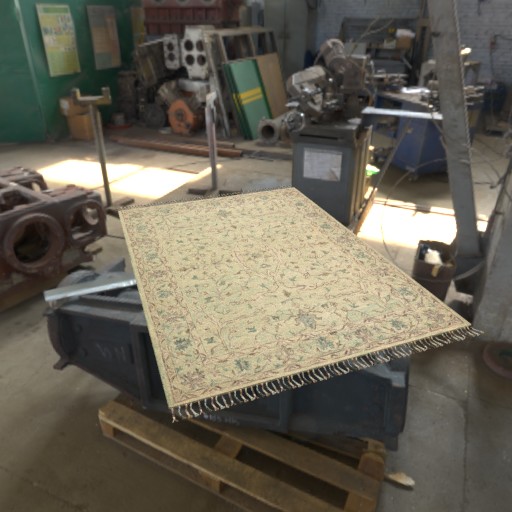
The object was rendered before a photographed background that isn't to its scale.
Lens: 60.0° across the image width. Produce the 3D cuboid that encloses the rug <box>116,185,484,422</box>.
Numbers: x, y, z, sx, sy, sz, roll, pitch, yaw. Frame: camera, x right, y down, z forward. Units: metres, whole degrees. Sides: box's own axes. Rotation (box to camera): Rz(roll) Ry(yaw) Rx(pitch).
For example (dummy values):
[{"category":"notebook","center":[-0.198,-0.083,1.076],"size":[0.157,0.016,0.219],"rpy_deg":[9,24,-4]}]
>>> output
[{"category":"rug","center":[0.000,0.000,2.279],"size":[1.247,0.008,1.802],"rpy_deg":[-10,31,-18]}]
